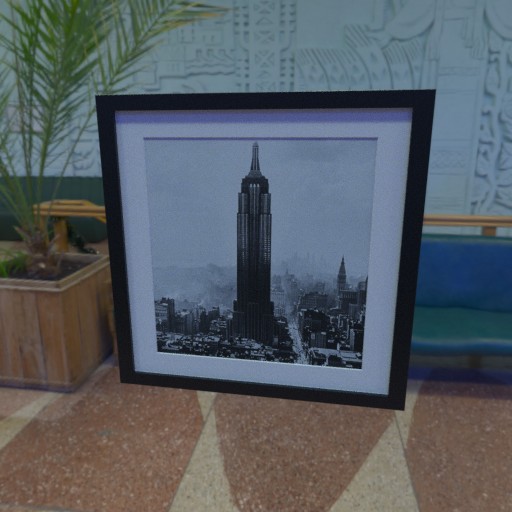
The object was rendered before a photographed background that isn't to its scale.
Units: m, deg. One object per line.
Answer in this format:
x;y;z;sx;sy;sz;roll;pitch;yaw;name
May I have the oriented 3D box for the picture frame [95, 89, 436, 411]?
0.000;0.000;0.803;0.559;0.557;0.029;3;15;10;picture frame
